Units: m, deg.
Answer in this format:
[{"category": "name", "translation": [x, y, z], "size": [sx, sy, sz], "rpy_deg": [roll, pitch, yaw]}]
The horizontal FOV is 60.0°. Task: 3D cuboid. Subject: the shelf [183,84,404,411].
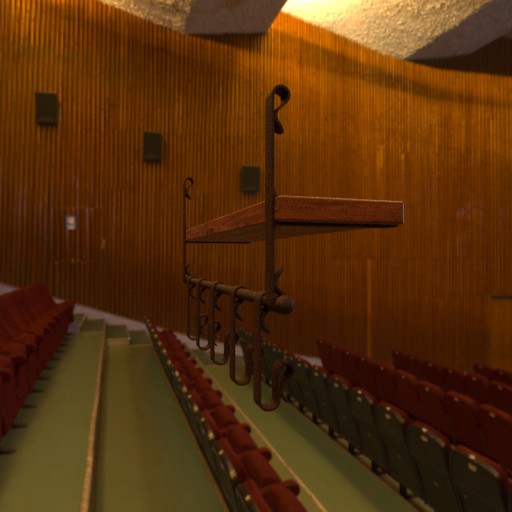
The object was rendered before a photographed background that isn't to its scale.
[{"category": "shelf", "translation": [0.000, 0.000, 0.702], "size": [0.146, 0.330, 0.567], "rpy_deg": [0, 0, -18]}]
